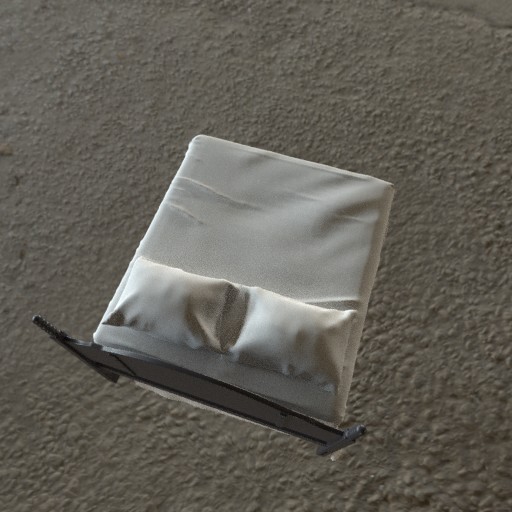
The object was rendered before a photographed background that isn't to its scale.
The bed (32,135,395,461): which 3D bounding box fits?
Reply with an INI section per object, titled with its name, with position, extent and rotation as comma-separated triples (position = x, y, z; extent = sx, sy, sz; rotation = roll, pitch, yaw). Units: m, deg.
[bed]
position = 0.000, 0.000, 3.048
extent = 1.873, 1.356, 2.040
rotation = 16, 64, 8
